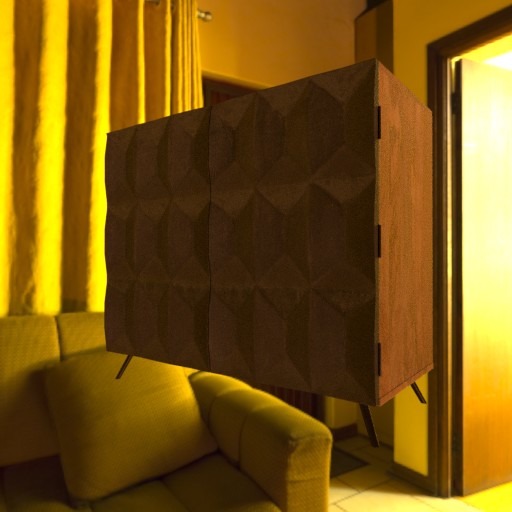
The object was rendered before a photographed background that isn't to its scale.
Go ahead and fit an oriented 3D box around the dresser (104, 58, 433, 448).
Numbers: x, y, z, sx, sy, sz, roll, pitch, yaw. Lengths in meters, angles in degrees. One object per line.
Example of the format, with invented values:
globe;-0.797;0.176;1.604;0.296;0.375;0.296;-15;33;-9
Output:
dresser;0.000;0.000;1.404;0.967;0.847;0.446;0;0;37
